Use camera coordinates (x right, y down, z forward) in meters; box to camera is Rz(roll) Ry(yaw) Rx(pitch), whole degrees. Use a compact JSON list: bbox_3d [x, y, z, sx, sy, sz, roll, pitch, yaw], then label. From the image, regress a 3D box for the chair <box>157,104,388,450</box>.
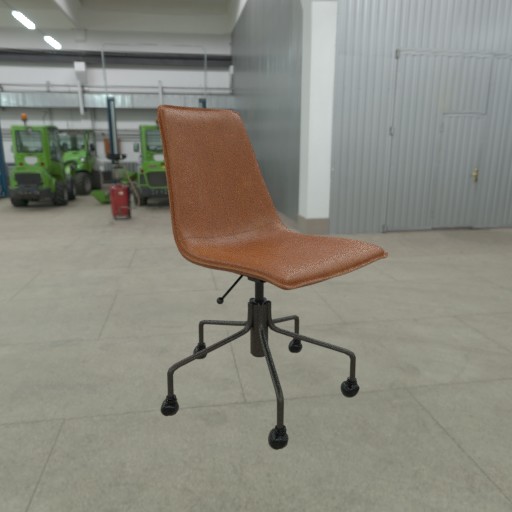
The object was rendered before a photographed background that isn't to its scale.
[{"bbox_3d":[0.000,0.000,1.391,0.651,0.920,0.660,-14,19,-43],"label":"chair"}]
